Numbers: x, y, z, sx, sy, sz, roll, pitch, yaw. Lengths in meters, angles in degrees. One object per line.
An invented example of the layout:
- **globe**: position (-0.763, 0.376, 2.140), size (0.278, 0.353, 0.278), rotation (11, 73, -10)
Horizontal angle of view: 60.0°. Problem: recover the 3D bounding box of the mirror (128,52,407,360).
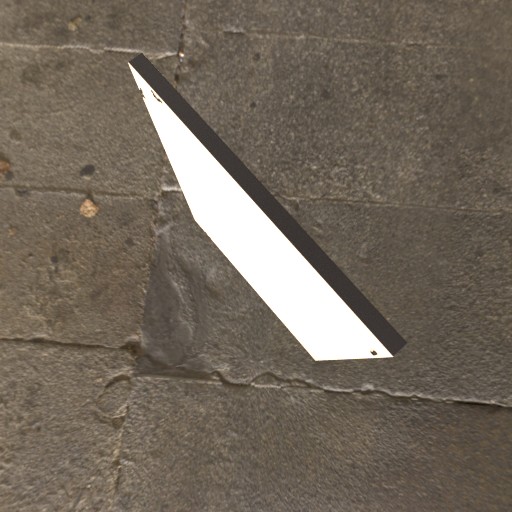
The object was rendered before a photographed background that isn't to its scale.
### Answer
- **mirror**: position (0.000, 0.000, 1.323), size (0.040, 1.016, 0.762), rotation (-40, 80, -9)
